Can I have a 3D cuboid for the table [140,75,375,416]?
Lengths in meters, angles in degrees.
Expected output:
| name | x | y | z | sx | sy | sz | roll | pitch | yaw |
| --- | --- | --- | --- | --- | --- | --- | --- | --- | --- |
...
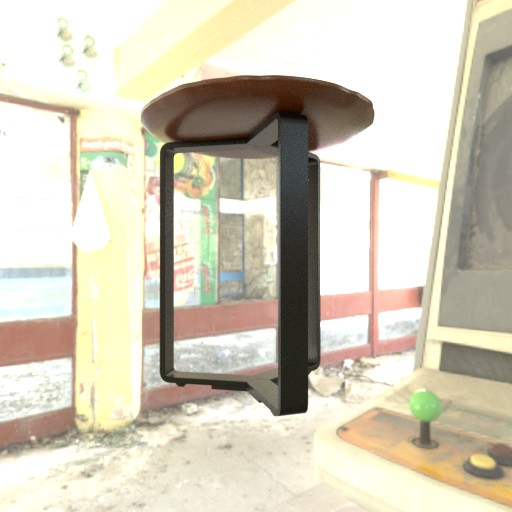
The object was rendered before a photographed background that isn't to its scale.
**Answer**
| name | x | y | z | sx | sy | sz | roll | pitch | yaw |
| --- | --- | --- | --- | --- | --- | --- | --- | --- | --- |
| table | 0.000 | 0.000 | 0.753 | 0.380 | 0.450 | 0.410 | 0 | 0 | -18 |
